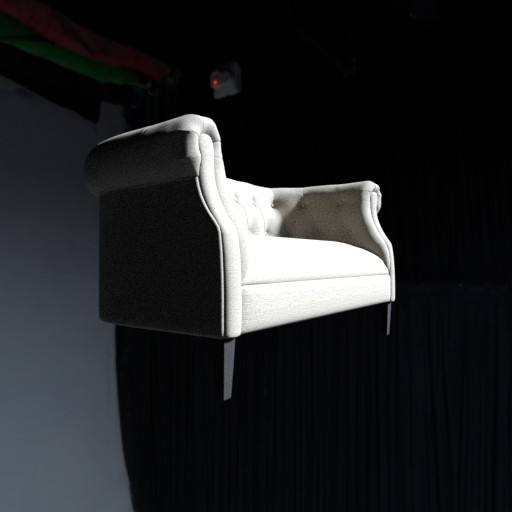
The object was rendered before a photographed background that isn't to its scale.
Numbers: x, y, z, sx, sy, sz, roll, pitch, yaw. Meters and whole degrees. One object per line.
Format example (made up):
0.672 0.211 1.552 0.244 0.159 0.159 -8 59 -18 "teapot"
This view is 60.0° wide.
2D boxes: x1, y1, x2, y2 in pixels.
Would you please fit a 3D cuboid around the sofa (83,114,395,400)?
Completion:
0.000 0.000 2.025 0.835 0.827 1.558 0 -1 36 "sofa"
